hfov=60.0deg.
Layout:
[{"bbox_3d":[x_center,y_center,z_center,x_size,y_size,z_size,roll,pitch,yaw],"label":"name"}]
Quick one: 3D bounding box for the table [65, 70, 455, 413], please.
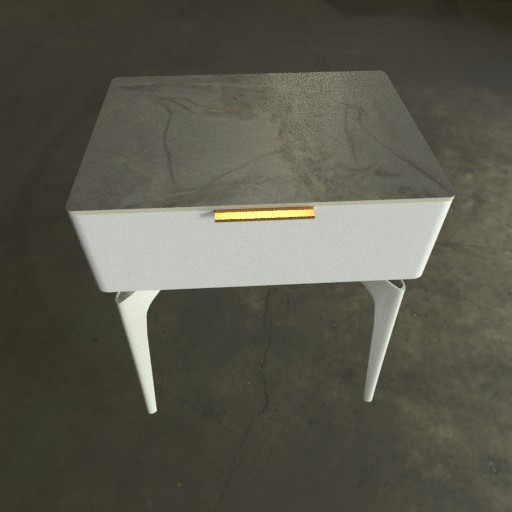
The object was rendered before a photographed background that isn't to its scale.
[{"bbox_3d":[0.000,0.000,0.891,0.500,0.570,0.400,-2,47,-2],"label":"table"}]
